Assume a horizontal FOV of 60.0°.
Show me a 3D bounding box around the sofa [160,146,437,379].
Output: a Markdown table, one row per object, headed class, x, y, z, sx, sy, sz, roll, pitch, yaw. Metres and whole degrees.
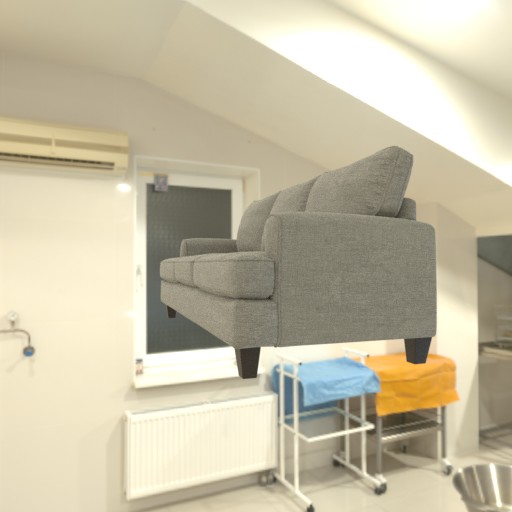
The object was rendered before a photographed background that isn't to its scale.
| class | x | y | z | sx | sy | sz | roll | pitch | yaw |
| --- | --- | --- | --- | --- | --- | --- | --- | --- | --- |
| sofa | 0.000 | 0.000 | 2.766 | 0.951 | 0.965 | 2.158 | 0 | -1 | -19 |
